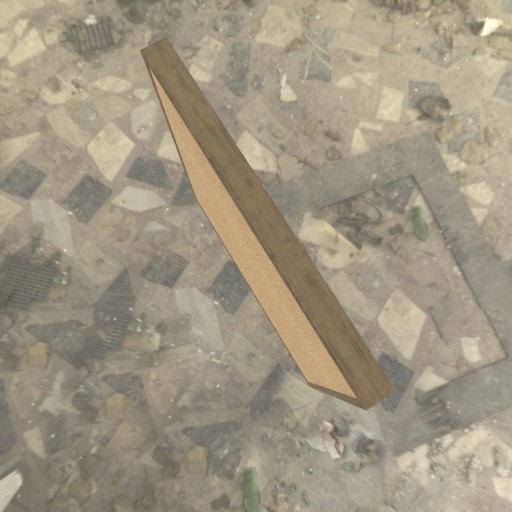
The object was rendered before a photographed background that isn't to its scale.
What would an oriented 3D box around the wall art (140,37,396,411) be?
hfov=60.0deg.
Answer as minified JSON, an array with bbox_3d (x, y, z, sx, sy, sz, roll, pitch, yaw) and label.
[{"bbox_3d":[0.000,0.000,0.761,0.038,0.508,0.508,-30,78,-7],"label":"wall art"}]
